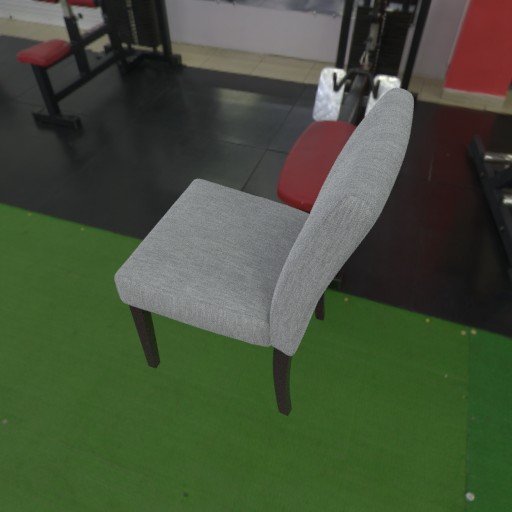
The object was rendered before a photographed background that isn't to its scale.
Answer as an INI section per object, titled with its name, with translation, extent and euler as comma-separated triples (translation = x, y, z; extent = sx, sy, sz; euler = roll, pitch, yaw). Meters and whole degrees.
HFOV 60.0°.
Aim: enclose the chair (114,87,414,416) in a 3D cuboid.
[chair]
translation = 0.000, 0.000, 1.240
extent = 0.629, 0.884, 0.487
euler = 16, 48, 15
